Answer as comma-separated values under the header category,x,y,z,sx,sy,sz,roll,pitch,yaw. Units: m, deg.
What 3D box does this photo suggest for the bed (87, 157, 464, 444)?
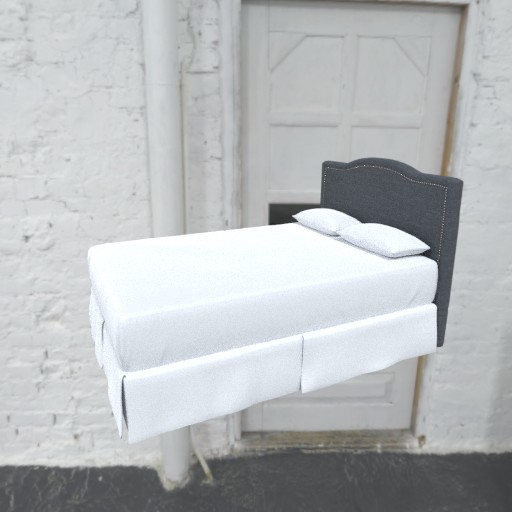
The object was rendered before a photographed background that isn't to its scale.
category,x,y,z,sx,sy,sz,roll,pitch,yaw
bed,0.000,0.000,3.517,2.507,1.441,1.747,-8,19,-24
